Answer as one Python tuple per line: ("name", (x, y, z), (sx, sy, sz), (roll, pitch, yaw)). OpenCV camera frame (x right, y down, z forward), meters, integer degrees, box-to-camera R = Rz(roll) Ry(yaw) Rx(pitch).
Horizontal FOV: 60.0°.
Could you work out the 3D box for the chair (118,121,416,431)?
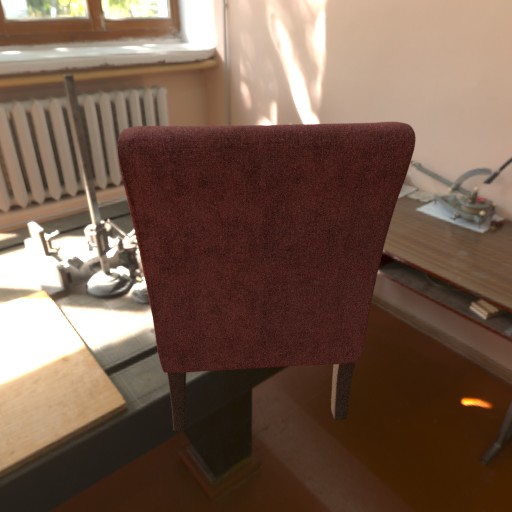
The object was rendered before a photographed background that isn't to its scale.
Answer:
("chair", (0.000, 0.000, 1.230), (0.538, 0.846, 0.640), (-2, 30, -4))
